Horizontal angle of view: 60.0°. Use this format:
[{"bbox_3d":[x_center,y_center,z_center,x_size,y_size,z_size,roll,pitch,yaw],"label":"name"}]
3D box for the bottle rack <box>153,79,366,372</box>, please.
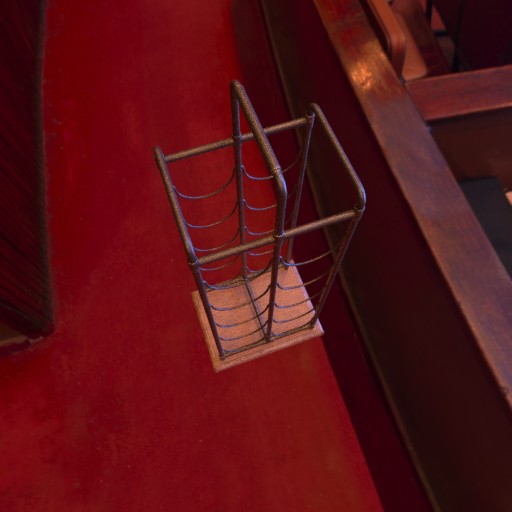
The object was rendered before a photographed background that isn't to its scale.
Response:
[{"bbox_3d":[0.000,0.000,0.799,0.276,0.680,0.208,-18,66,-8],"label":"bottle rack"}]
